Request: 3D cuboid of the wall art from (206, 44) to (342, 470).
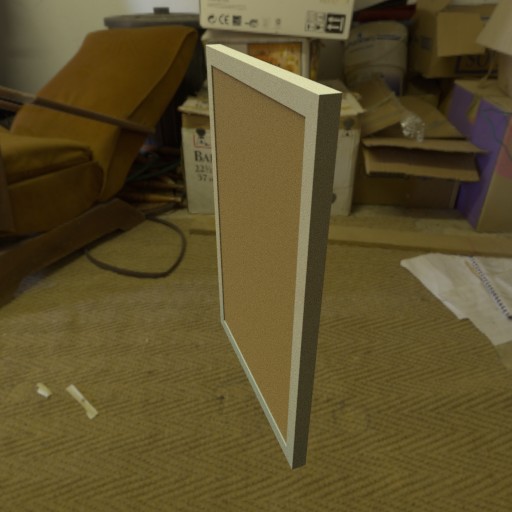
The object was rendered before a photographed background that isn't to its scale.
[{"bbox_3d":[0.000,0.000,1.131,0.039,0.915,0.612,-11,34,-18],"label":"wall art"}]
